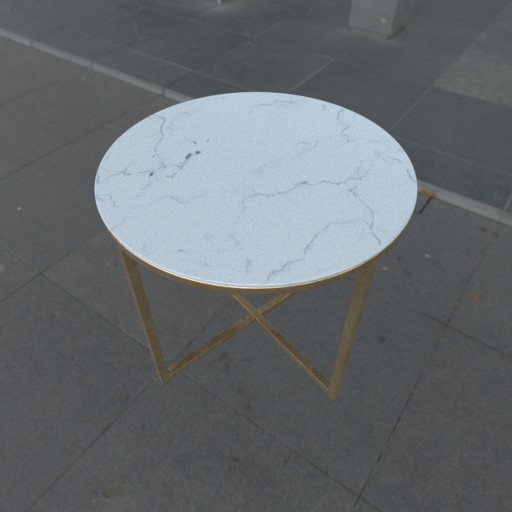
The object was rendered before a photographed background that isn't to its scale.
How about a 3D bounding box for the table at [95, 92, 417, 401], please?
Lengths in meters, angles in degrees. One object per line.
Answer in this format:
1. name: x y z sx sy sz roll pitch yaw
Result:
1. table: 0.000 0.000 0.858 0.500 0.420 0.500 0 46 0
